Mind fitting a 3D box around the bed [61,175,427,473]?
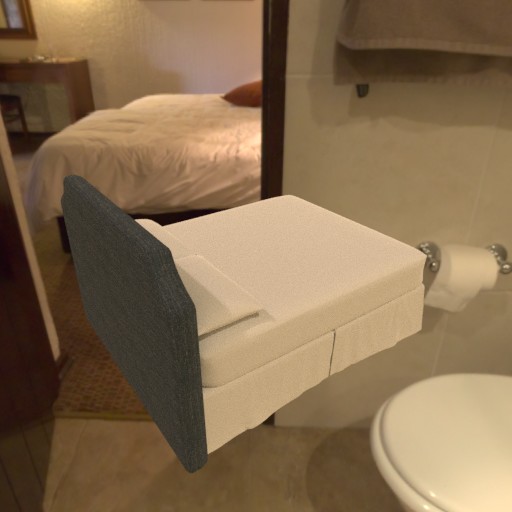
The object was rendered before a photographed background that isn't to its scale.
[{"bbox_3d":[0.000,0.000,3.323,2.208,1.297,1.828,-19,33,-31],"label":"bed"}]
